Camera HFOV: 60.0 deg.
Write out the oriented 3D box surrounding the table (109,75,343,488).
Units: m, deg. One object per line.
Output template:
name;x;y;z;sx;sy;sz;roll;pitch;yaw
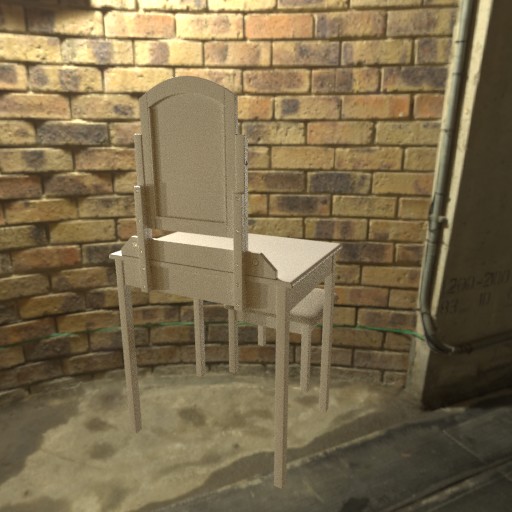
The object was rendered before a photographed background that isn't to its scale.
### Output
table;0.000;0.000;2.304;0.876;1.631;1.211;8;18;26
